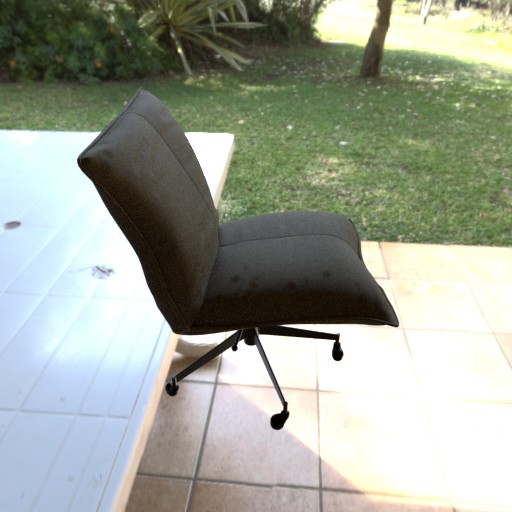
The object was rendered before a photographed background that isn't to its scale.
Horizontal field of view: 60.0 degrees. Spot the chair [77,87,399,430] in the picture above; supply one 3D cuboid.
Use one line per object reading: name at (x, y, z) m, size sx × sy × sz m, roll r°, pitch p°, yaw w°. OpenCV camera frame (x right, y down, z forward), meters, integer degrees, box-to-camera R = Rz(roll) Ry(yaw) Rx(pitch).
chair at (0.000, 0.000, 1.269) m, size 0.696 × 0.811 × 0.597 m, roll 0°, pitch 32°, yaw -1°
